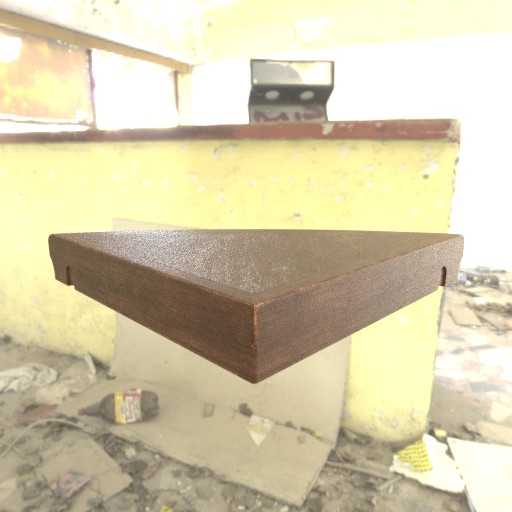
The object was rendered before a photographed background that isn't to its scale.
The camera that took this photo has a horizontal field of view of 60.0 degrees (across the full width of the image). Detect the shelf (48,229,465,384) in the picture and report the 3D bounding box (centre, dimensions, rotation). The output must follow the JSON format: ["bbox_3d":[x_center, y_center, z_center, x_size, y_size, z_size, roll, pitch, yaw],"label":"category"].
[{"bbox_3d":[0.000,0.000,0.465,0.310,0.050,0.310,-13,19,-43],"label":"shelf"}]
